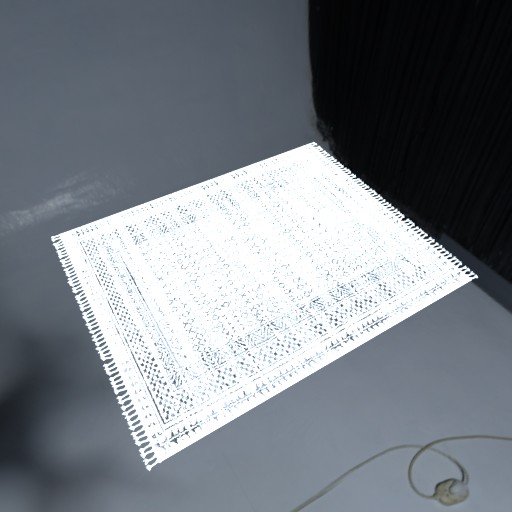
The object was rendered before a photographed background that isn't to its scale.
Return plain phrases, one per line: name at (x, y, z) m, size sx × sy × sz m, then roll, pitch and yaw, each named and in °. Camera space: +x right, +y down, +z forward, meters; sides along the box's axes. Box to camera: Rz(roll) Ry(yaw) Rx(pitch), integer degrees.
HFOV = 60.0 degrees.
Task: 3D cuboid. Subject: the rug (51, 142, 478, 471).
rug at (0.000, 0.000, 3.824) m, size 2.940 × 0.013 × 2.312 m, roll -24°, pitch 52°, yaw -20°
